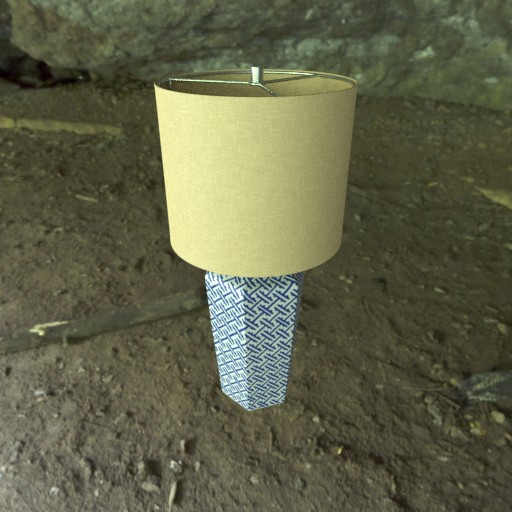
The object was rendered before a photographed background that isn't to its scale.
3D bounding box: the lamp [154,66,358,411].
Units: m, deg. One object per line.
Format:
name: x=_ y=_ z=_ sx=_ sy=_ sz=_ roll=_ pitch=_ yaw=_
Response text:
lamp: x=0.000 y=0.000 z=0.864 sx=0.320 sy=0.682 sz=0.320 roll=9 pitch=30 yaw=15
